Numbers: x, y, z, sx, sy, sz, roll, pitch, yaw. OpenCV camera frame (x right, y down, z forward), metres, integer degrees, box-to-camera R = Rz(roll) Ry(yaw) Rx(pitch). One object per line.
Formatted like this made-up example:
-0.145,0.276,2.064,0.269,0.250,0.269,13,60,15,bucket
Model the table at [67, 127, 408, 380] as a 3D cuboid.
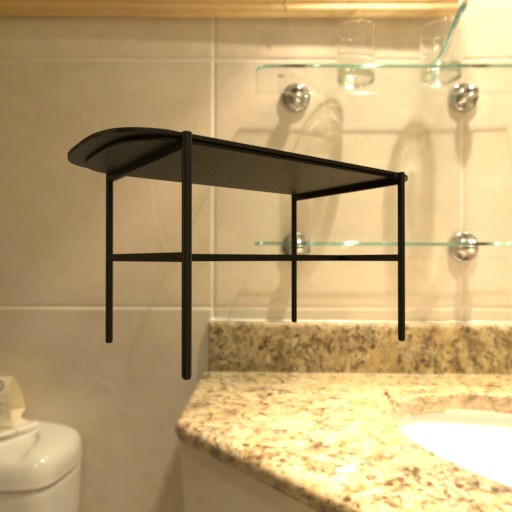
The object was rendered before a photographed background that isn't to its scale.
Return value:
0.000,0.000,1.033,0.800,0.400,0.400,0,-1,-36,table
